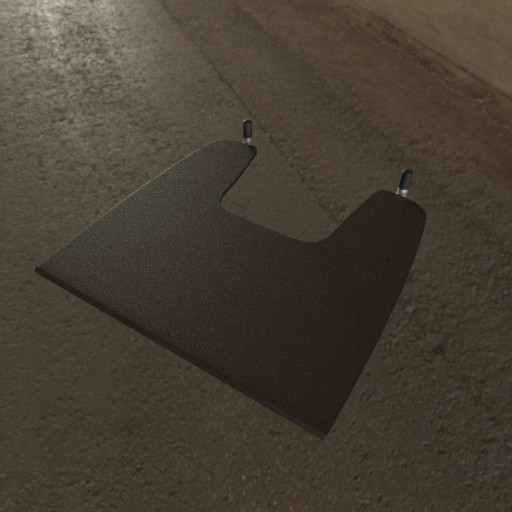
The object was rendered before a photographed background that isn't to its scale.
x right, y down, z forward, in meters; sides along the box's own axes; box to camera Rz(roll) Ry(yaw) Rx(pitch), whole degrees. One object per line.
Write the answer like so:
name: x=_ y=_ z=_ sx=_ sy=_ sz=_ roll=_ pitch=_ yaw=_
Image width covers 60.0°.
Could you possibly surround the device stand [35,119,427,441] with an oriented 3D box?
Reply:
device stand: x=0.000 y=0.000 z=0.358 sx=0.230 sy=0.092 sz=0.230 roll=24 pitch=50 yaw=22
